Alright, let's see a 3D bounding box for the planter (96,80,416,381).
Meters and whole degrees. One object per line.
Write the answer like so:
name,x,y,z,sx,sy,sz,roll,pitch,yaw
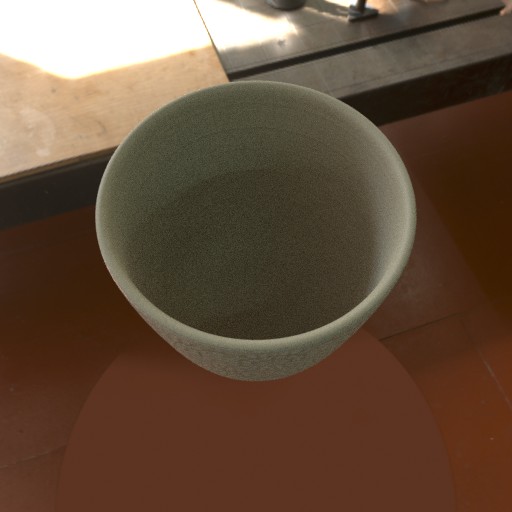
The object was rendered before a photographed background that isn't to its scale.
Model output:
planter,0.000,0.000,0.221,0.124,0.109,0.124,0,64,0
